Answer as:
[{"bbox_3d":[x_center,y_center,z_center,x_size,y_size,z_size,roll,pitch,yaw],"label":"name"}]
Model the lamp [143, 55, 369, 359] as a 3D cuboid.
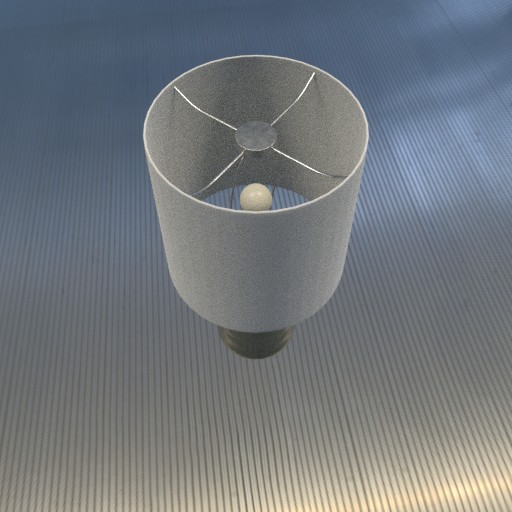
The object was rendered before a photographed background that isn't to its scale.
[{"bbox_3d":[0.000,0.000,0.481,0.186,0.369,0.186,0,58,0],"label":"lamp"}]
